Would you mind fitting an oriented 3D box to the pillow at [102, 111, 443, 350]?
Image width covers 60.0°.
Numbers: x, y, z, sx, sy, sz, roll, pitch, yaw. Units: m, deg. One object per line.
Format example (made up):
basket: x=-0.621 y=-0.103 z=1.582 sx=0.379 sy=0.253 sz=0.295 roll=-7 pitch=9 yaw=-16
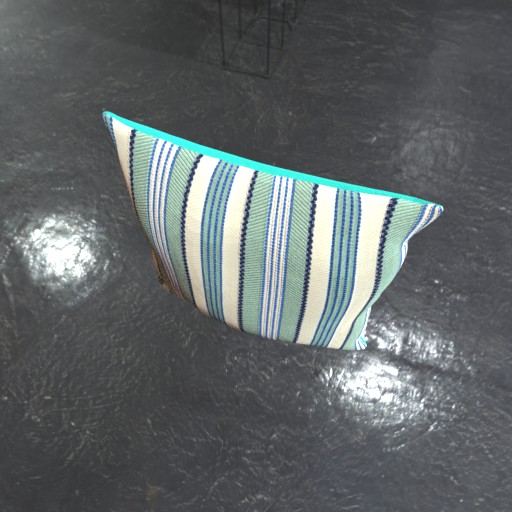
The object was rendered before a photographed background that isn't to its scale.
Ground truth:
pillow: x=0.000 y=0.000 z=0.702 sx=0.440 sy=0.441 sz=0.182 roll=17 pitch=59 yaw=11
